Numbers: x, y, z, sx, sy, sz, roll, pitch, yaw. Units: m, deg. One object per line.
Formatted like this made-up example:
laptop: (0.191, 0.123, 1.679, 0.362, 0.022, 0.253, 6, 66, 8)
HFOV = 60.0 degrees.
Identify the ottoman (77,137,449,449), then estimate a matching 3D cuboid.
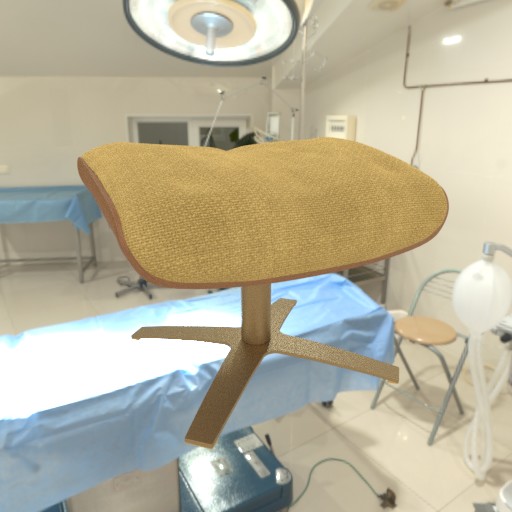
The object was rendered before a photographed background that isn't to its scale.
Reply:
ottoman: (0.000, 0.000, 0.781, 0.520, 0.391, 0.394, -9, 20, -26)
